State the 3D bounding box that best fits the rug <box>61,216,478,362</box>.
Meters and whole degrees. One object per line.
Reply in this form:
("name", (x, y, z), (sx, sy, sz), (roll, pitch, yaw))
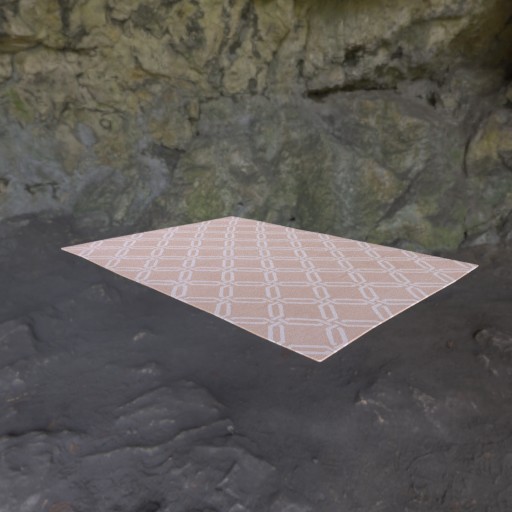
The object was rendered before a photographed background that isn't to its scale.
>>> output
("rug", (0.000, 0.000, 4.349), (3.365, 0.020, 2.452), (15, 22, 42))
